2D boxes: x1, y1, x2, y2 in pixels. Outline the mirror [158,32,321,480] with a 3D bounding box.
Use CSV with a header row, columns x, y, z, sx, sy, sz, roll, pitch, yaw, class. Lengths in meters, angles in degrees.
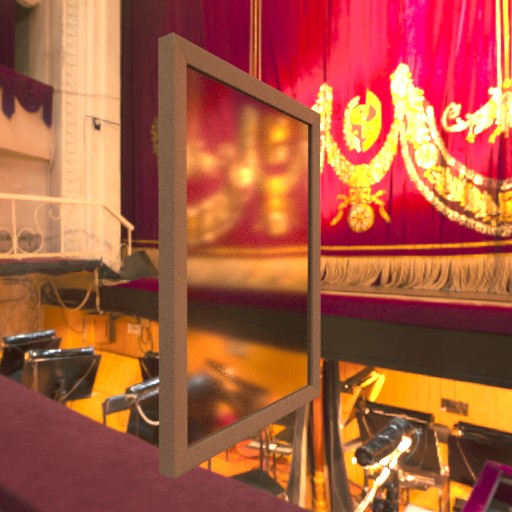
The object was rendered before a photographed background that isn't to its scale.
x,y,z,sx,sy,sz,roll,pitch,yaw,class
0.000,0.000,0.921,0.040,0.710,0.507,0,1,35,mirror
